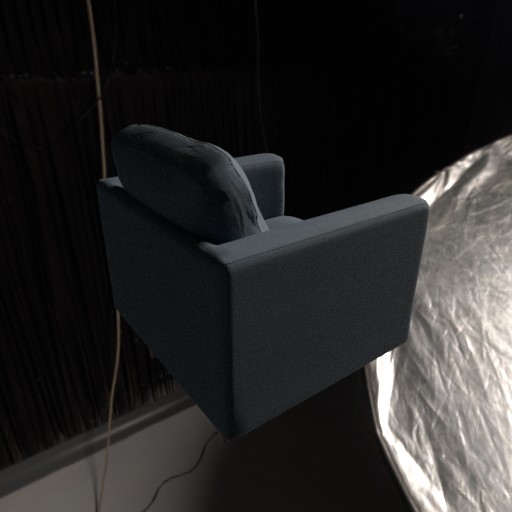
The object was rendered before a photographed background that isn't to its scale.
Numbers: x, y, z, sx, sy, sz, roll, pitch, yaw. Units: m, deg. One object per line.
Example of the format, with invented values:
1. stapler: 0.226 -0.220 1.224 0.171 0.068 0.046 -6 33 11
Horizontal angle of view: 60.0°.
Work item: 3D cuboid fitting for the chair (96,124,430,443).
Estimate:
1. chair: 0.000 0.000 1.585 0.820 0.922 0.855 -18 31 -32
